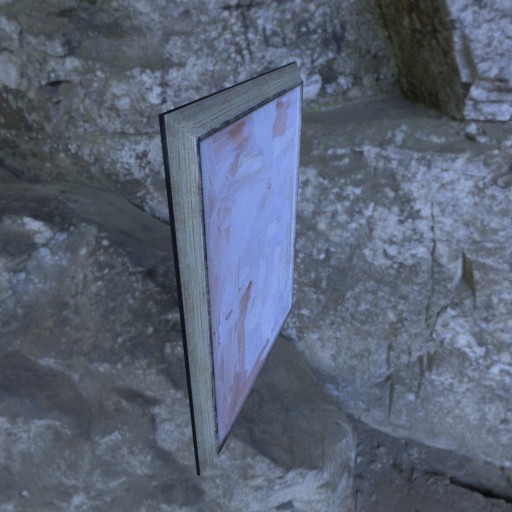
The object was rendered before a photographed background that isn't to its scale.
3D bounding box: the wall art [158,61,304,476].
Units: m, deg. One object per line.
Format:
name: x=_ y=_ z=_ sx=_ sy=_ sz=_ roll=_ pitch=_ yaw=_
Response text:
wall art: x=0.000 y=0.000 z=0.614 sx=0.023 sy=0.457 sz=0.381 roll=10 pitch=31 yaw=18
